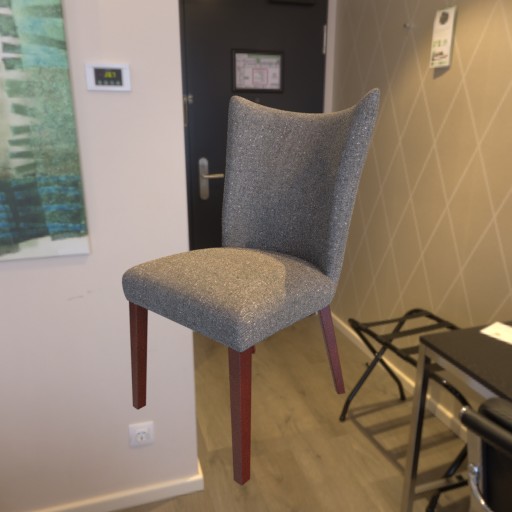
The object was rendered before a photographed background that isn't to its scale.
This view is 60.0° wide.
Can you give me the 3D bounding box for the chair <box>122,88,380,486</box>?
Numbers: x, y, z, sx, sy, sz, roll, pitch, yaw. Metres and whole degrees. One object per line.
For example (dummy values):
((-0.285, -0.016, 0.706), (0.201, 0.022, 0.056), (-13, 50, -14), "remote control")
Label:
((0.000, 0.000, 1.301), (0.535, 0.924, 0.623), (14, 22, 40), "chair")
